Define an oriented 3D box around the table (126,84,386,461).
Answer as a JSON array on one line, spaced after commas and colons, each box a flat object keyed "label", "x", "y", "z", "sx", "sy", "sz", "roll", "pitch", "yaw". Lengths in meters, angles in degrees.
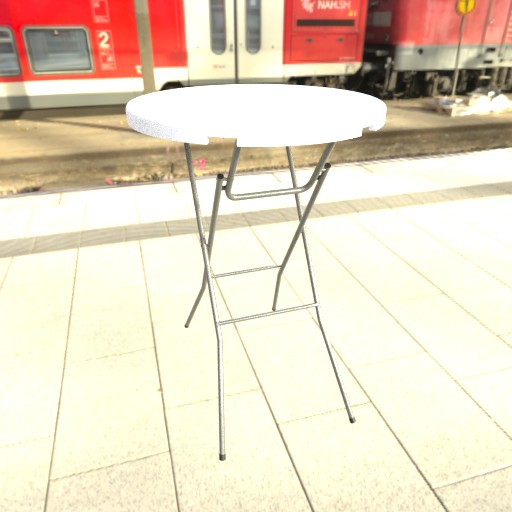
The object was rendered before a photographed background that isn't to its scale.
[{"label": "table", "x": 0.000, "y": 0.000, "z": 1.648, "sx": 0.792, "sy": 1.105, "sz": 0.795, "roll": -9, "pitch": 29, "yaw": -16}]
